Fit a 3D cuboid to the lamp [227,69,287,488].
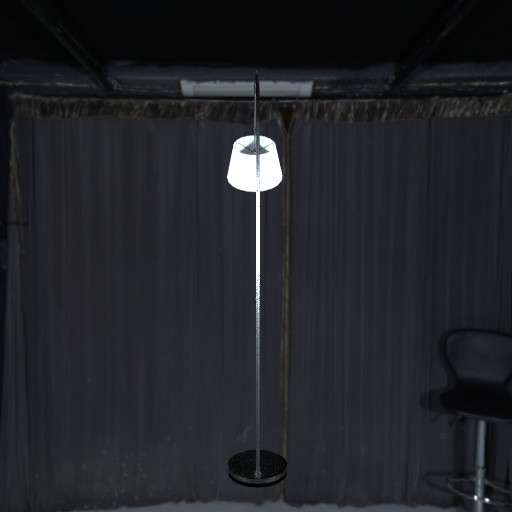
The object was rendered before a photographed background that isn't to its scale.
[{"bbox_3d":[0.000,0.000,2.737,0.406,2.098,1.445,0,2,-1],"label":"lamp"}]
